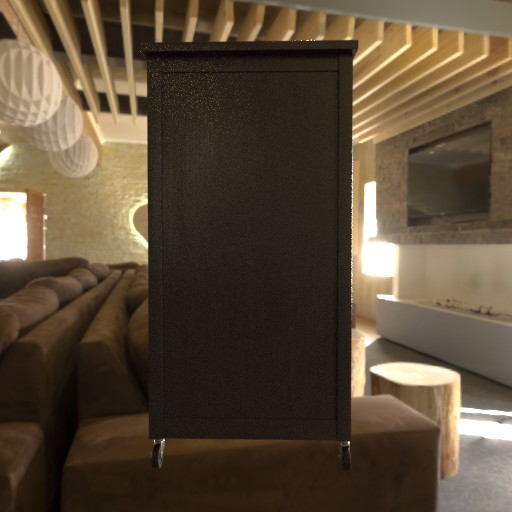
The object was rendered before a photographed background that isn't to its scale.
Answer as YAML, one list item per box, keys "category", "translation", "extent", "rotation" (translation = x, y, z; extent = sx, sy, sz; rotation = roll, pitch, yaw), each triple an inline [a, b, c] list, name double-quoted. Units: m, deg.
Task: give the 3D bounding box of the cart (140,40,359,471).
- category: "cart"
  translation: [0.000, 0.000, 1.241]
  extent: [0.449, 0.878, 0.690]
  rotation: [0, 1, 1]
